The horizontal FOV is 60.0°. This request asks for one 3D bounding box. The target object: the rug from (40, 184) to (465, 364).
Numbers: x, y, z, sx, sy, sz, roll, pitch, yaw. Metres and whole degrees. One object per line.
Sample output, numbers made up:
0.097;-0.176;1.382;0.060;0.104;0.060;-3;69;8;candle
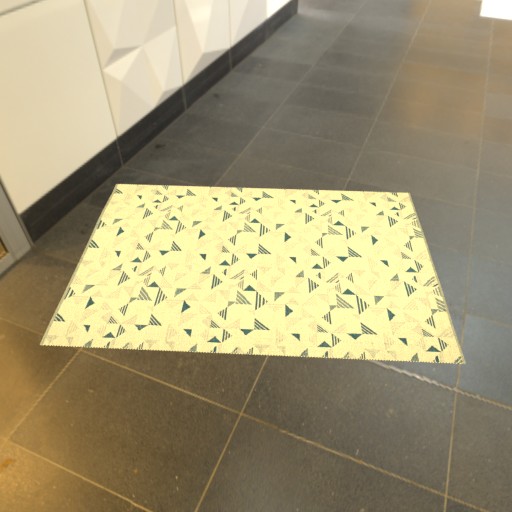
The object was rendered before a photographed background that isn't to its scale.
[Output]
0.000;0.000;2.326;1.835;0.003;1.206;2;44;2;rug
